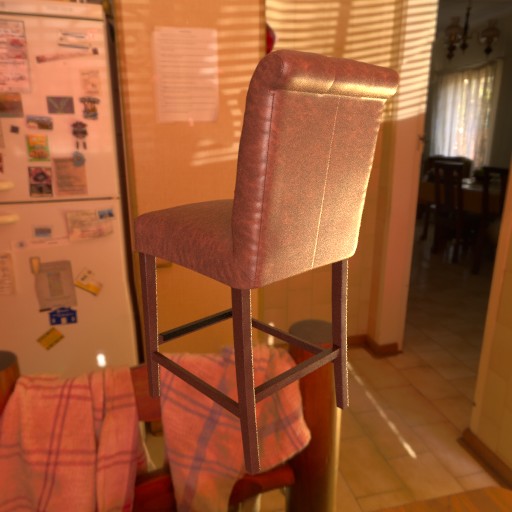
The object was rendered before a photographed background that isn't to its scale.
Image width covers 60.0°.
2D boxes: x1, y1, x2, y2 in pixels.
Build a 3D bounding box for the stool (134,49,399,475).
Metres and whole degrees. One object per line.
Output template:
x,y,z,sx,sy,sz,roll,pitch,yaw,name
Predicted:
0.000,0.000,1.387,0.486,1.084,0.660,-15,22,-42,stool
